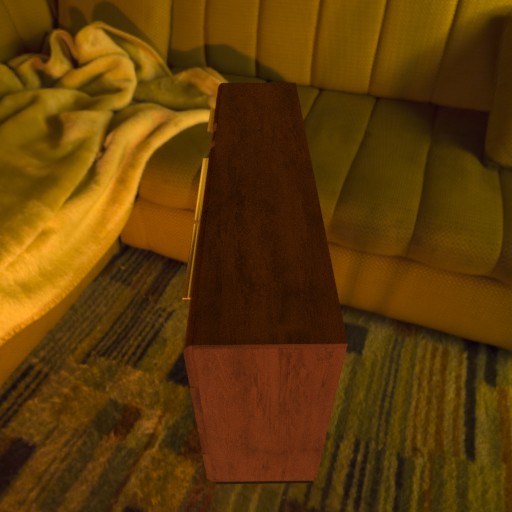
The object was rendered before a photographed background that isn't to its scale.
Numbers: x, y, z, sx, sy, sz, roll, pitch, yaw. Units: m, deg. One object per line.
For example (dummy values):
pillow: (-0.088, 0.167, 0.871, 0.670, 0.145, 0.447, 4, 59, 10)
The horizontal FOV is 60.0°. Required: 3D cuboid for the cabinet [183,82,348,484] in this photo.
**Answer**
cabinet: (0.000, 0.000, 1.949, 0.420, 0.900, 1.600, 0, 43, 0)
